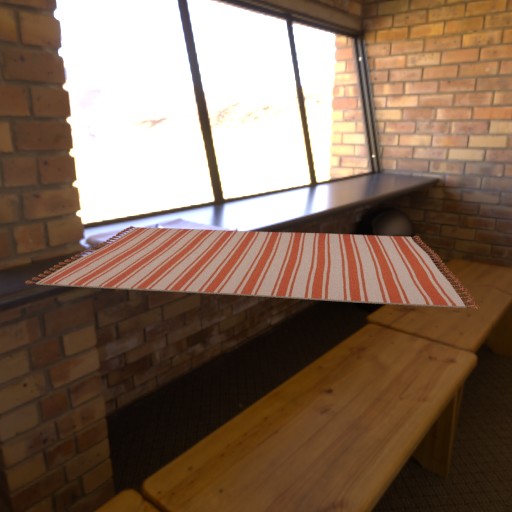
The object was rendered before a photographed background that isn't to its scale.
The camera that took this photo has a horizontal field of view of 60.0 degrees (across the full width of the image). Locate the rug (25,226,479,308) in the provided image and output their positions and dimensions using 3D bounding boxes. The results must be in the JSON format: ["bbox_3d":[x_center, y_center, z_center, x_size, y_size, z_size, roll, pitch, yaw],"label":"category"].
[{"bbox_3d":[0.000,0.000,2.572,2.092,0.017,1.232,2,17,8],"label":"rug"}]
